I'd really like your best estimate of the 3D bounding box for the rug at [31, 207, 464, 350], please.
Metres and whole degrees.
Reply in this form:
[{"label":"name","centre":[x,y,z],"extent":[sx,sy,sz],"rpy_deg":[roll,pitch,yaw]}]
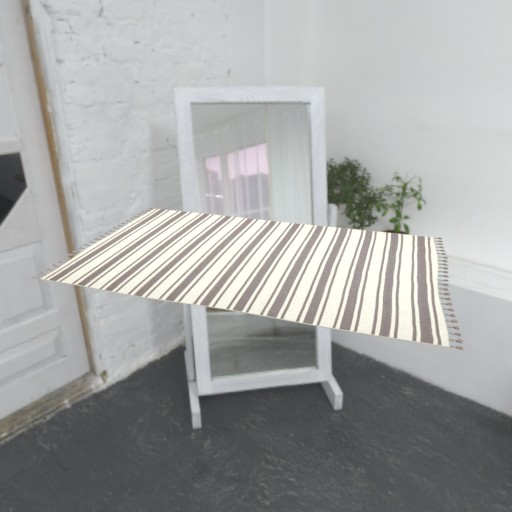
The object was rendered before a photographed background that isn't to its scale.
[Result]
[{"label":"rug","centre":[0.000,0.000,2.537],"extent":[2.096,0.011,1.229],"rpy_deg":[7,25,16]}]
